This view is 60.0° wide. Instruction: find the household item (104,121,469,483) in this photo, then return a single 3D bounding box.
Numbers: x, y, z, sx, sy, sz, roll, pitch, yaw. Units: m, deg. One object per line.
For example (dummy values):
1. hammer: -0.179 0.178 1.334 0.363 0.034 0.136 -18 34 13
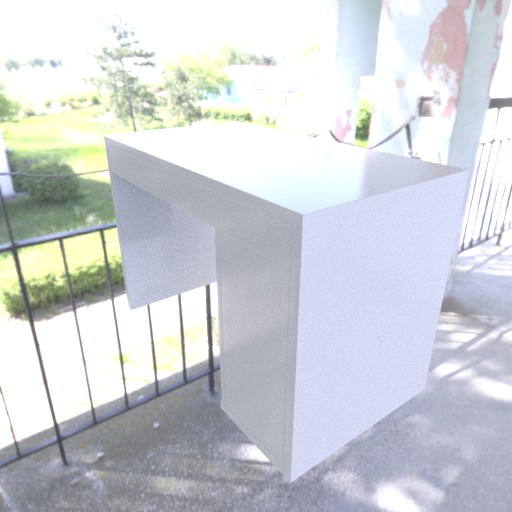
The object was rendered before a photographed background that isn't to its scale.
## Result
1. household item: 0.000 0.000 1.574 0.597 0.749 1.100 -18 30 -33
